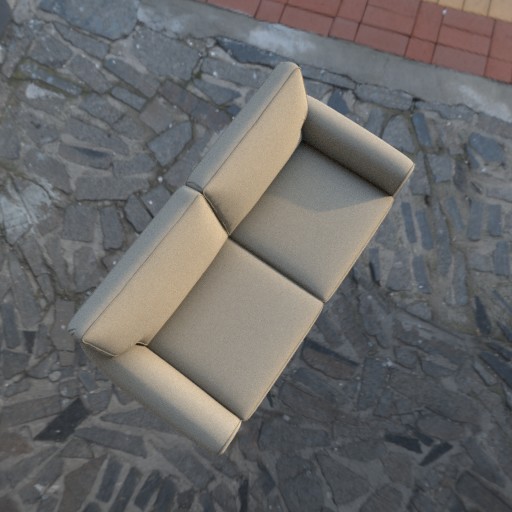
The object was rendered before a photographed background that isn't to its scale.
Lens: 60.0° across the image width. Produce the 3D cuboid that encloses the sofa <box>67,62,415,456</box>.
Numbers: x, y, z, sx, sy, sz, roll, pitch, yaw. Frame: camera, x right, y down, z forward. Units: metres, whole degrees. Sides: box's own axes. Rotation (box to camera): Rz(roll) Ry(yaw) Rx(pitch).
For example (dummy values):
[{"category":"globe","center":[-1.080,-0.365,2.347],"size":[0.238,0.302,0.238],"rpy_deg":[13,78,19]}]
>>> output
[{"category":"sofa","center":[0.000,0.000,2.458],"size":[0.940,0.952,1.930],"rpy_deg":[34,78,9]}]
